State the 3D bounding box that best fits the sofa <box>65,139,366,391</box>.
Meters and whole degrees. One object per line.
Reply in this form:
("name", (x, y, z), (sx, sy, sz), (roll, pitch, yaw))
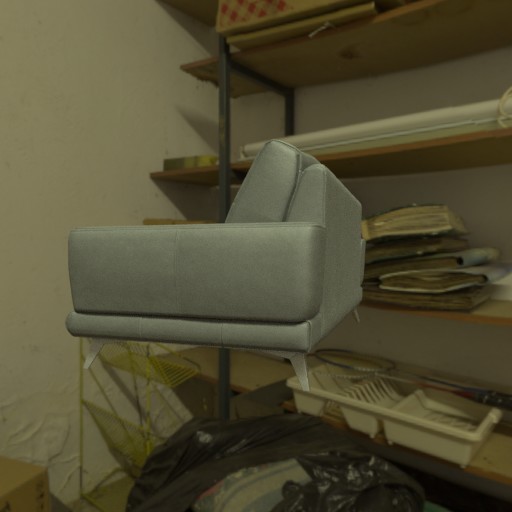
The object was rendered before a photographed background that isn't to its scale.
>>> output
("sofa", (0.000, 0.000, 2.413), (1.018, 0.907, 1.806), (0, 0, 19))
